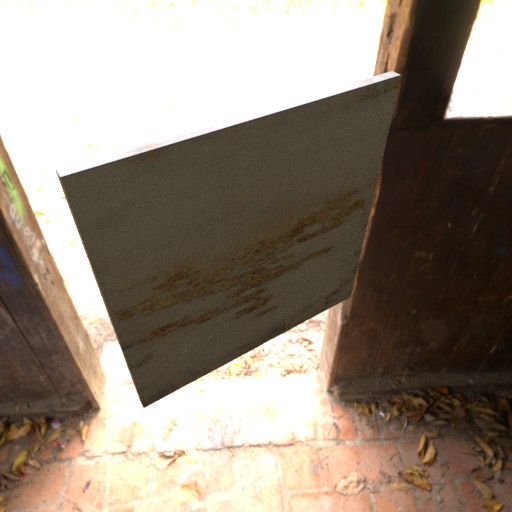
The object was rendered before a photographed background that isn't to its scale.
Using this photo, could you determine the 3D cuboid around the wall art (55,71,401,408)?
[{"bbox_3d":[0.000,0.000,1.503,1.015,1.018,0.040,-24,49,-23],"label":"wall art"}]
